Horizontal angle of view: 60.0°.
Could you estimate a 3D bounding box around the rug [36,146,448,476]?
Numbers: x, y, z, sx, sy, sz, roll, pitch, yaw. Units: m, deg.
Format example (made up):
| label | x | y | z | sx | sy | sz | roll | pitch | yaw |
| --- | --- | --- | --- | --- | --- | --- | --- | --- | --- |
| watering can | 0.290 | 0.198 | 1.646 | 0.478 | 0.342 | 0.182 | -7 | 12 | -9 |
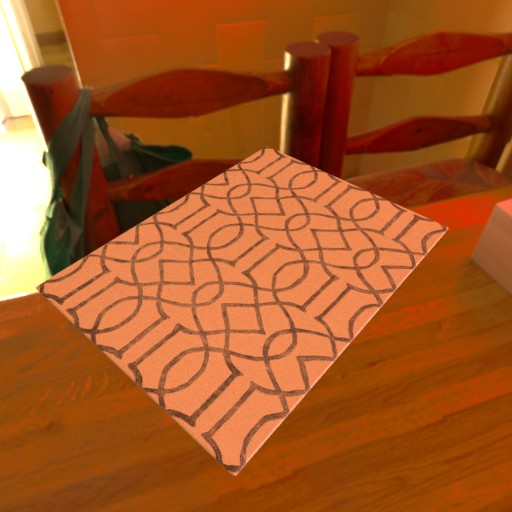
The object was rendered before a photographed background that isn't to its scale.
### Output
| label | x | y | z | sx | sy | sz | roll | pitch | yaw |
| --- | --- | --- | --- | --- | --- | --- | --- | --- | --- |
| rug | 0.000 | 0.000 | 3.850 | 2.211 | 0.021 | 2.910 | 31 | 52 | 28 |
